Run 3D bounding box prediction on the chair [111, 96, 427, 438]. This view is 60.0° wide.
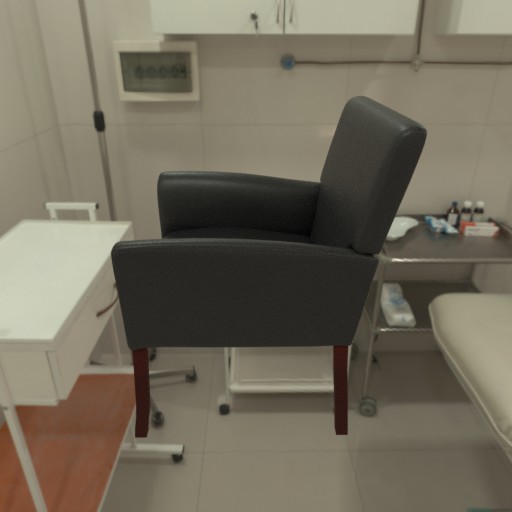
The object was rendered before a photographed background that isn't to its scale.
[{"bbox_3d":[0.000,0.000,1.478,0.772,0.951,0.683,0,26,-1],"label":"chair"}]
